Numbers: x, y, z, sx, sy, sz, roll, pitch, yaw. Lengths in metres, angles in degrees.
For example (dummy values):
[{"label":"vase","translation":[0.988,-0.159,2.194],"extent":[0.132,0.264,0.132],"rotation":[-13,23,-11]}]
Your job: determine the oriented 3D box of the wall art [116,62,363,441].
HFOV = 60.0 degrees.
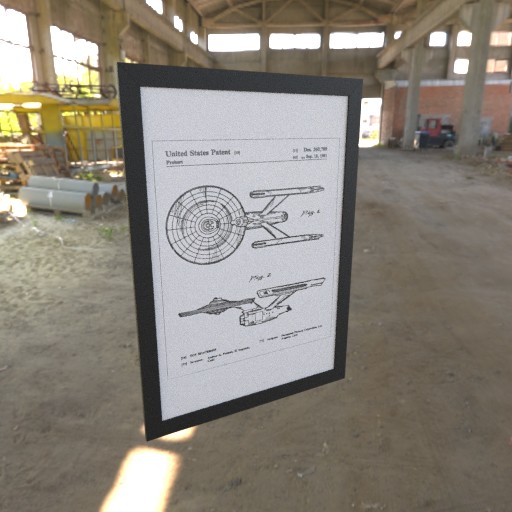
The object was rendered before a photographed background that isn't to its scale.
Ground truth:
[{"label":"wall art","translation":[0.000,0.000,0.687],"extent":[0.379,0.530,0.008],"rotation":[-8,18,-27]}]
